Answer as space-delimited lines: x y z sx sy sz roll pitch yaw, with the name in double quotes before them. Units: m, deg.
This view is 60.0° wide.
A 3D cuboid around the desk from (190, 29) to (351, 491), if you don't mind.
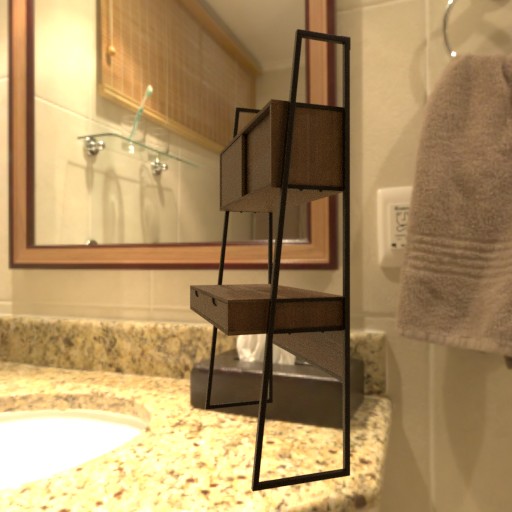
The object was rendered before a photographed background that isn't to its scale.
"desk" 0.000 0.000 2.217 0.515 1.809 0.982 0 0 -17
